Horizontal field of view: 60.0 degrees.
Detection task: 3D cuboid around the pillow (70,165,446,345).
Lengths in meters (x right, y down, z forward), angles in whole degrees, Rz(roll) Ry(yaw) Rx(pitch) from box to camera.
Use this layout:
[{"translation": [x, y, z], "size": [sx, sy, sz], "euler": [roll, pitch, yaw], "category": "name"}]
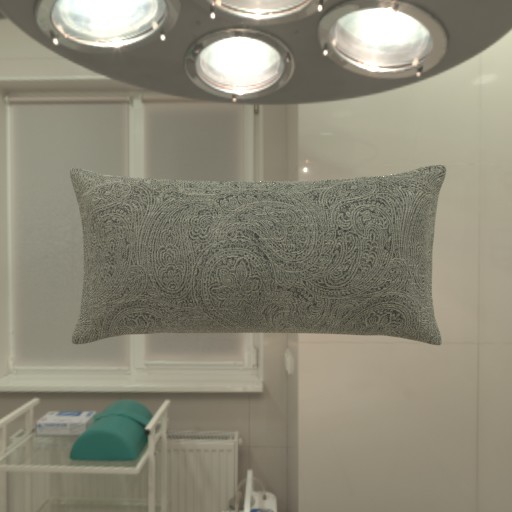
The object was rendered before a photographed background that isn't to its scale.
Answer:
[{"translation": [0.000, 0.000, 0.728], "size": [0.615, 0.295, 0.151], "euler": [0, 1, 2], "category": "pillow"}]
